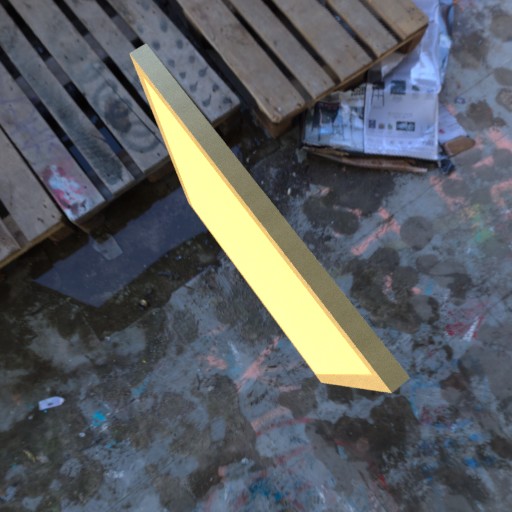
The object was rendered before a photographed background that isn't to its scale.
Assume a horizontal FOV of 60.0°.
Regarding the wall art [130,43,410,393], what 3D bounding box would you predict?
[{"bbox_3d":[0.000,0.000,2.877,0.097,1.936,1.935,-35,78,-9],"label":"wall art"}]
